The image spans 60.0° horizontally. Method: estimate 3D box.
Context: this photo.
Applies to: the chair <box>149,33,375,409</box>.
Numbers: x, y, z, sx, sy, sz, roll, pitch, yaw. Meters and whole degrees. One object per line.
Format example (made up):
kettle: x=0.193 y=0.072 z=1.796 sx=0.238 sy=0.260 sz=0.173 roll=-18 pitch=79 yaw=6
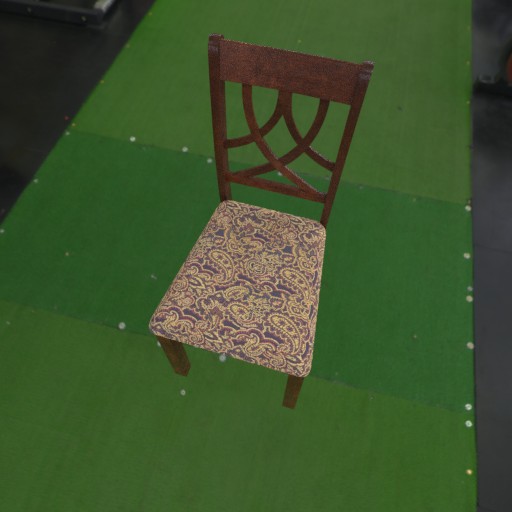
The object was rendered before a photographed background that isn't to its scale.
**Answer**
chair: x=0.000 y=0.000 z=1.288 sx=0.457 sy=0.965 sz=0.584 roll=14 pitch=60 yaw=9
